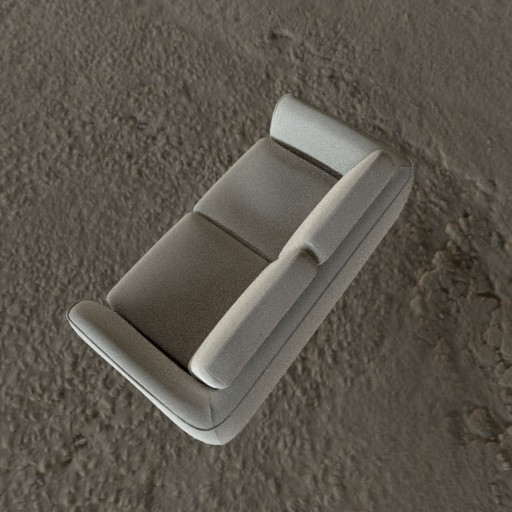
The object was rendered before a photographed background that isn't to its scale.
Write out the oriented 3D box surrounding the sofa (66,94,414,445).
[{"bbox_3d":[0.000,0.000,2.267,0.920,0.850,1.700,35,69,16],"label":"sofa"}]
